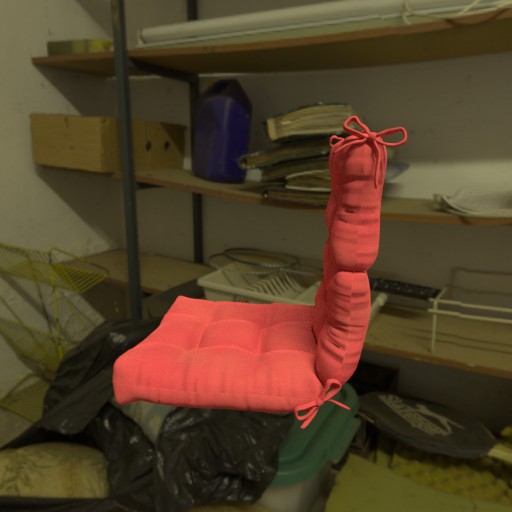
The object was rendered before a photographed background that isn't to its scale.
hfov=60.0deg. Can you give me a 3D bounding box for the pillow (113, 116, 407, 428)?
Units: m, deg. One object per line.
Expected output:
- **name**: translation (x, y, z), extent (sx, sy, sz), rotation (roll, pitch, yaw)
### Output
- **pillow**: translation (0.000, 0.000, 1.064), extent (0.571, 0.605, 0.519), rotation (2, 13, 7)
